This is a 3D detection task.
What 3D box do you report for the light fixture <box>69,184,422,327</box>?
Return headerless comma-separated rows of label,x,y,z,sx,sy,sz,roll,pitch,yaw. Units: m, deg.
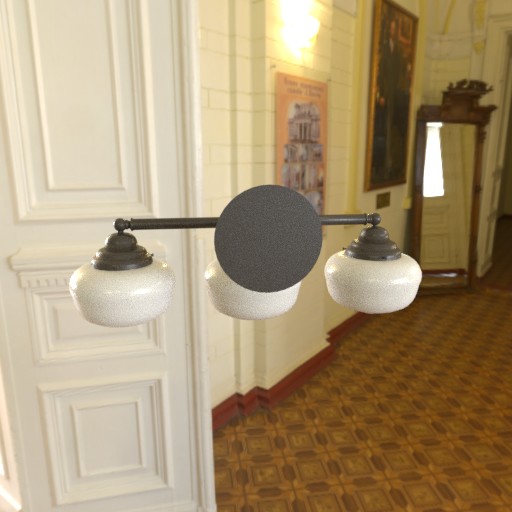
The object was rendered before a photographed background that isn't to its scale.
light fixture,0.000,0.000,0.704,0.587,0.242,0.239,-2,13,-8
